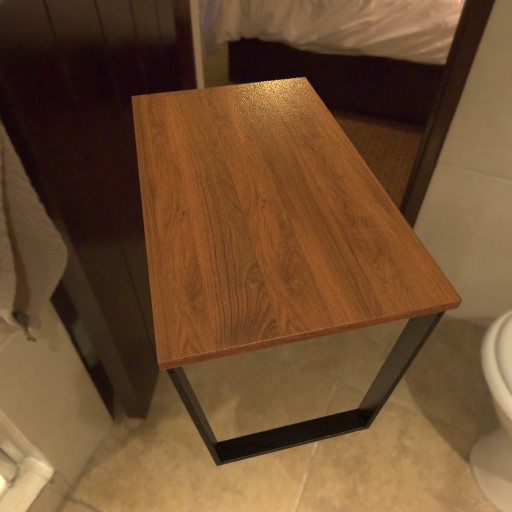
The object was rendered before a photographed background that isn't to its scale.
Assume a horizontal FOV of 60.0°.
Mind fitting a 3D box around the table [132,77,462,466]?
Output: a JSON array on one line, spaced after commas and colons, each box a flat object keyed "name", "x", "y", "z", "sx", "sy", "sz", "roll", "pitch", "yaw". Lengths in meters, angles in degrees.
[{"name": "table", "x": 0.000, "y": 0.000, "z": 1.666, "sx": 0.714, "sy": 0.760, "sz": 1.205, "roll": -10, "pitch": 47, "yaw": -9}]
